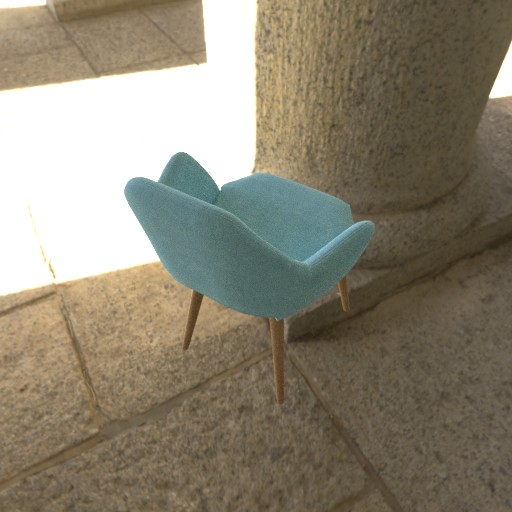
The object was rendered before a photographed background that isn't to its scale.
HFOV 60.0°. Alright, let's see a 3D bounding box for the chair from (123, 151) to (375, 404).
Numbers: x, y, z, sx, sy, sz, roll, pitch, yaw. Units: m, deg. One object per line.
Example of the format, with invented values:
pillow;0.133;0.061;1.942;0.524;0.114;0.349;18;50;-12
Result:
chair;0.000;0.000;1.269;0.590;0.840;0.610;24;52;21
